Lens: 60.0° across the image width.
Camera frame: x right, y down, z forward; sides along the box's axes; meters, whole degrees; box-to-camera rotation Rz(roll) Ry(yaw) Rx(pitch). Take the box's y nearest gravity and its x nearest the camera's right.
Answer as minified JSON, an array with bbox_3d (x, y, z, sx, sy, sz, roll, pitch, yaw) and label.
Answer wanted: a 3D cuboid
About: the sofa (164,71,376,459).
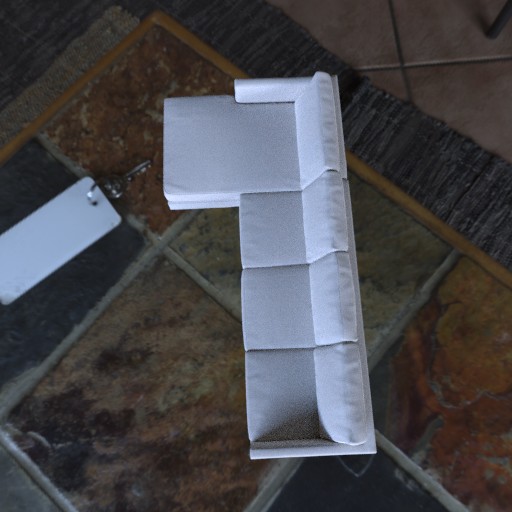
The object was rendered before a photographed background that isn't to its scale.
[{"bbox_3d":[0.000,0.000,3.830,1.625,0.861,3.186,-3,76,-1],"label":"sofa"}]
